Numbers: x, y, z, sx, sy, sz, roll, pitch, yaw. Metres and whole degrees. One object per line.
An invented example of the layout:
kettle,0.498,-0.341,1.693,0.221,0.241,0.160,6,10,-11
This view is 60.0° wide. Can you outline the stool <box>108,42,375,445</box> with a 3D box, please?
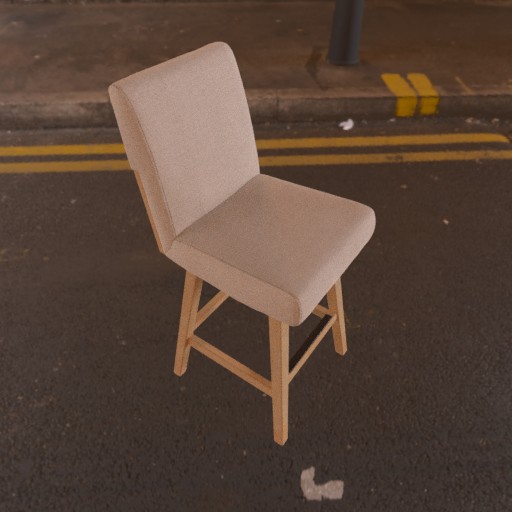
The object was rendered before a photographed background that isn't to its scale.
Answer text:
stool,0.000,0.000,1.294,0.543,1.015,0.446,25,48,25
